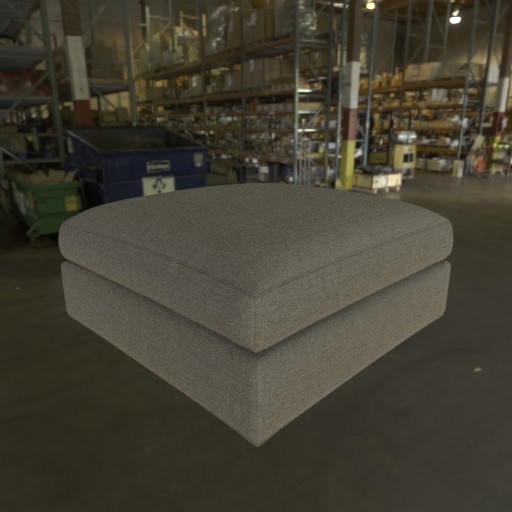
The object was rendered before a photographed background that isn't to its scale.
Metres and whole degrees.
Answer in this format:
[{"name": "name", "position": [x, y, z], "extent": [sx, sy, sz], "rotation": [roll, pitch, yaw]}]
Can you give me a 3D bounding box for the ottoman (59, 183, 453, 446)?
[{"name": "ottoman", "position": [0.000, 0.000, 1.616], "extent": [1.041, 0.470, 1.041], "rotation": [16, 23, 43]}]
